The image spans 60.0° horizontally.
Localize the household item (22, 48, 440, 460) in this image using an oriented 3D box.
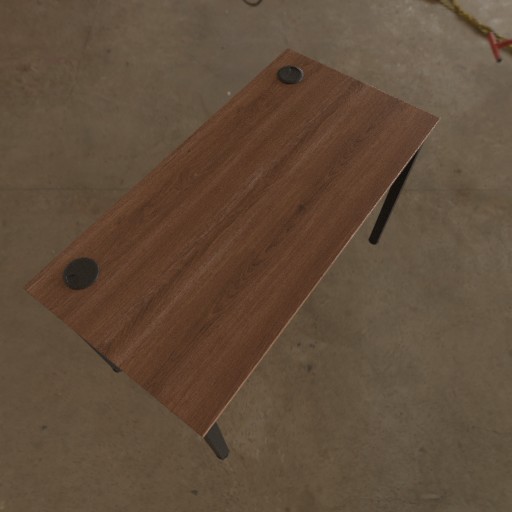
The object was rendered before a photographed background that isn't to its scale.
[{"bbox_3d":[0.000,0.000,1.605,0.600,0.750,1.200,33,65,17],"label":"household item"}]
